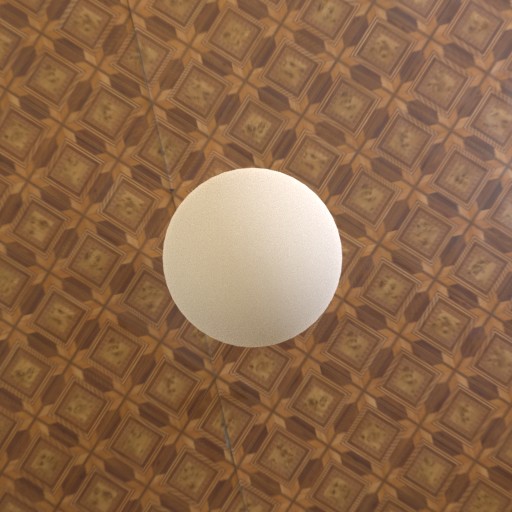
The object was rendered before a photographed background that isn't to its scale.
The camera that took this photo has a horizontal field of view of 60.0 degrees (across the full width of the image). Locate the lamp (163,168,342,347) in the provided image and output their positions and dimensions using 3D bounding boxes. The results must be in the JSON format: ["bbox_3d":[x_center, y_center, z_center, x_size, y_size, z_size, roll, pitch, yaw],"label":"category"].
[{"bbox_3d":[0.000,0.000,0.548,0.153,0.480,0.153,0,90,1],"label":"lamp"}]
